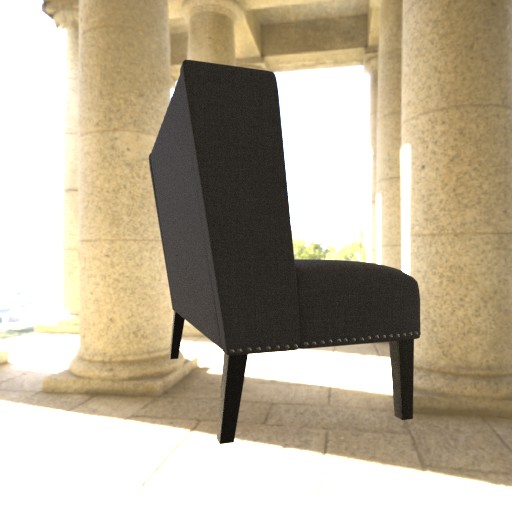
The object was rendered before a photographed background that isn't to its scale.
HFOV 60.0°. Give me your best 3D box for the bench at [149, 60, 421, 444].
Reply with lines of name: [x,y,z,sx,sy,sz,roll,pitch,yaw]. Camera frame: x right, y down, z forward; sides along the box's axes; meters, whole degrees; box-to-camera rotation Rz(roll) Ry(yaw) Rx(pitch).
bench: [0.000,0.000,1.983,0.842,1.121,1.276,0,0,-18]
